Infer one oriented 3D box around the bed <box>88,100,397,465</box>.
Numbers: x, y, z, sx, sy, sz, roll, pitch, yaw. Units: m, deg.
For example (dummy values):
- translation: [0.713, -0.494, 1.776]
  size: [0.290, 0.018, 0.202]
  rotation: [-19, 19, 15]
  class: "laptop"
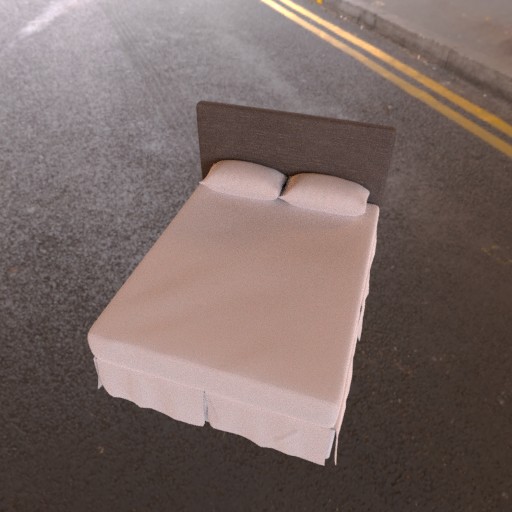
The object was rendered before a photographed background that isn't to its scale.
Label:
- translation: [0.000, 0.000, 3.262]
  size: [1.723, 1.330, 2.142]
  rotation: [12, 43, 13]
  class: "bed"
